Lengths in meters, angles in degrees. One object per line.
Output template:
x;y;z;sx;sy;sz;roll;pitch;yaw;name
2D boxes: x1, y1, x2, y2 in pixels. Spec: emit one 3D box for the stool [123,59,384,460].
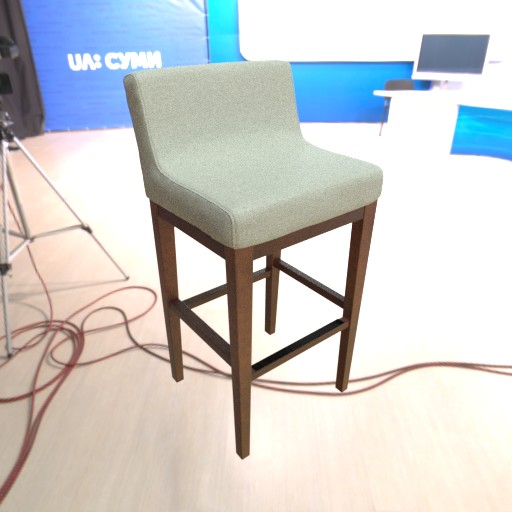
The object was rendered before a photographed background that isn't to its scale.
0.000;0.000;1.334;0.511;1.037;0.500;-21;35;-32;stool
